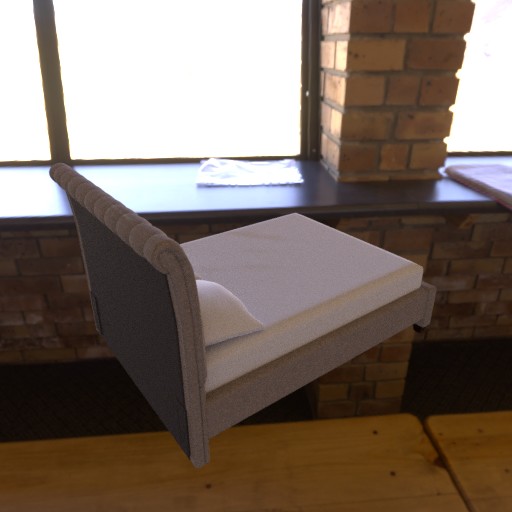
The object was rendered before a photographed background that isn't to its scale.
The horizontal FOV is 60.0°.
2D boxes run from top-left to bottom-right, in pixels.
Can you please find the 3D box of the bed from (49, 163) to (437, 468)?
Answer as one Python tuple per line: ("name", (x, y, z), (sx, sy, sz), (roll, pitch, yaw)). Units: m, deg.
("bed", (0.000, 0.000, 3.255), (2.252, 1.371, 1.645), (-18, 31, -32))
